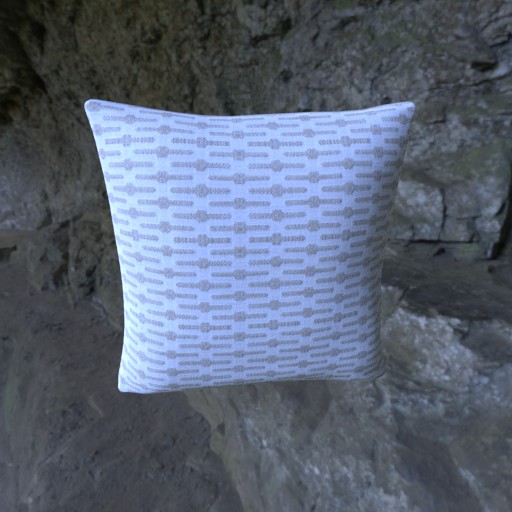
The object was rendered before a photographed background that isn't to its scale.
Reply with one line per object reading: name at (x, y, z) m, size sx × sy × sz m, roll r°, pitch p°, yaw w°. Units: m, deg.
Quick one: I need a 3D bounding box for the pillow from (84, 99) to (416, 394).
pillow at (0.000, 0.000, 0.742) m, size 0.496 × 0.491 × 0.219 m, roll -2°, pitch 16°, yaw -7°
